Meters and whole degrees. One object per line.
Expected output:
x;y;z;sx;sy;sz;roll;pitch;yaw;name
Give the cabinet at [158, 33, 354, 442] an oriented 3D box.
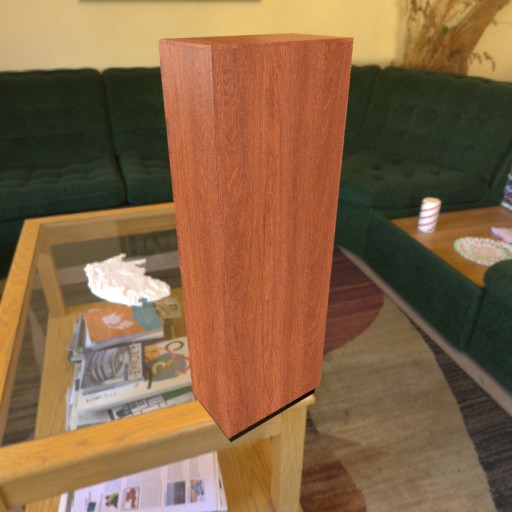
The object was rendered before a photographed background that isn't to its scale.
0.000;0.000;2.239;0.660;1.980;0.420;-19;35;-30;cabinet
